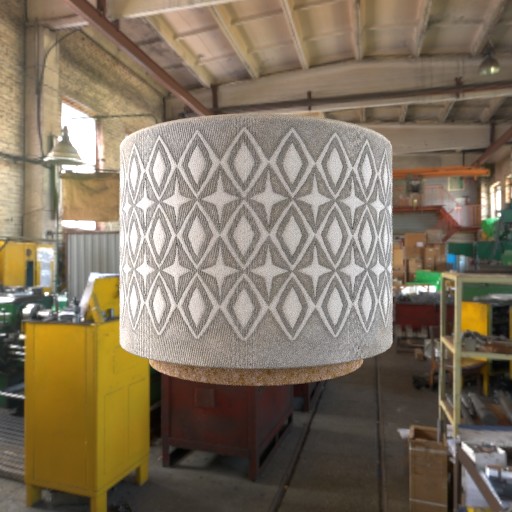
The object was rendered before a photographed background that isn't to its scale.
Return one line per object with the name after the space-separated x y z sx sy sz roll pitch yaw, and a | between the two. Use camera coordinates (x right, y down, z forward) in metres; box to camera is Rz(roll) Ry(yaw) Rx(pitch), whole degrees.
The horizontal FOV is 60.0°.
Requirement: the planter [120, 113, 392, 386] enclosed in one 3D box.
0.000 0.000 0.279 0.164 0.127 0.164 0 0 0 | planter
